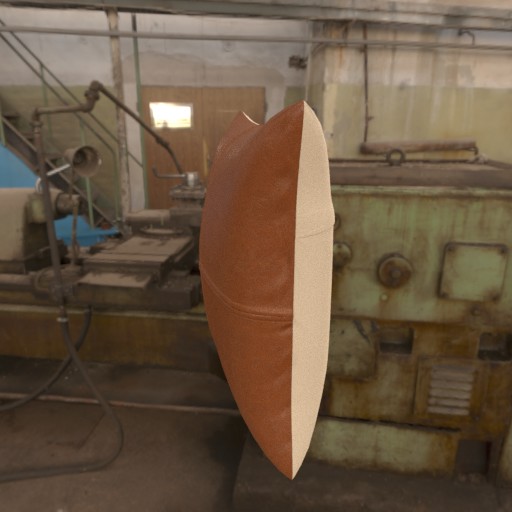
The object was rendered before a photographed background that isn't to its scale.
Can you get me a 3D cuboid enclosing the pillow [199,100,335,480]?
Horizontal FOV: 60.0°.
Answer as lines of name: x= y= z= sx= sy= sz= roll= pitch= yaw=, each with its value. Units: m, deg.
pillow: x=0.000 y=0.000 z=0.746 sx=0.192 sy=0.477 sz=0.501 roll=-3 pitch=17 yaw=-9
